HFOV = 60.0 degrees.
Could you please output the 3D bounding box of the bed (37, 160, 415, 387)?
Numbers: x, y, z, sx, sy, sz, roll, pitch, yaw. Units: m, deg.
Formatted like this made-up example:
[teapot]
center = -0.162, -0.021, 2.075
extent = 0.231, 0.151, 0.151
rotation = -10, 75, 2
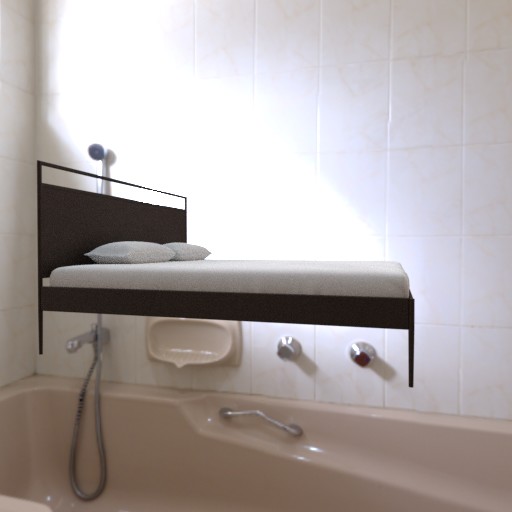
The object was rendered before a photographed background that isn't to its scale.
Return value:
[bed]
center = 0.000, 0.000, 3.305
extent = 2.151, 1.173, 1.993
rotation = 0, 1, 17
